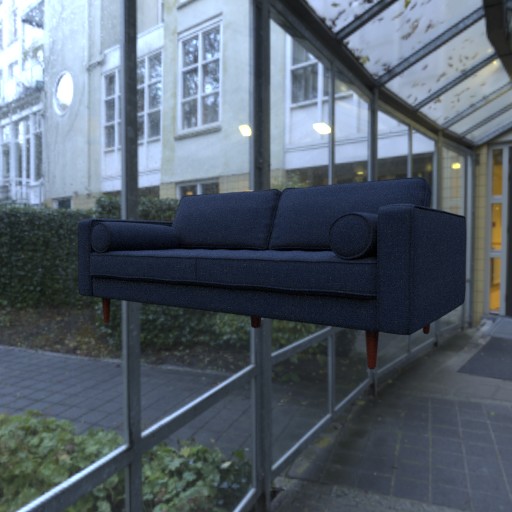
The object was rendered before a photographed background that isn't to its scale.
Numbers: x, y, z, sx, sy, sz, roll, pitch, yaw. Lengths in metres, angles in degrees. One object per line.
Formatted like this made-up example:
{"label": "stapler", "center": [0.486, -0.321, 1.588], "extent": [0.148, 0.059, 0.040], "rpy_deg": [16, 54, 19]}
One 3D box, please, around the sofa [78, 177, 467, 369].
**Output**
{"label": "sofa", "center": [0.000, 0.000, 2.326], "extent": [1.880, 0.762, 0.914], "rpy_deg": [1, 2, 35]}
